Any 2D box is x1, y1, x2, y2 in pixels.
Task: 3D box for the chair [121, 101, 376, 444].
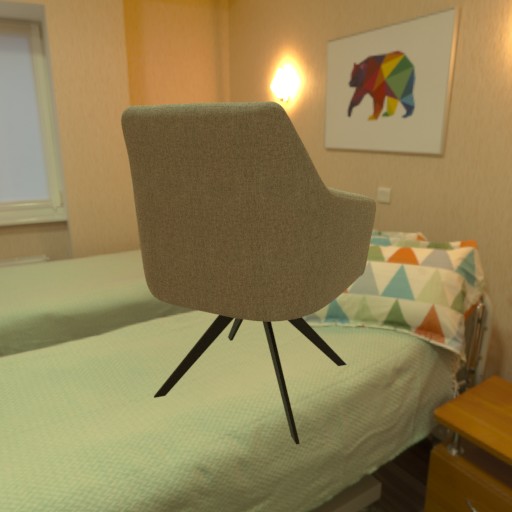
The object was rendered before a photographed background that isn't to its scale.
[{"bbox_3d":[0.000,0.000,1.384,0.642,0.874,0.677,8,18,26],"label":"chair"}]
